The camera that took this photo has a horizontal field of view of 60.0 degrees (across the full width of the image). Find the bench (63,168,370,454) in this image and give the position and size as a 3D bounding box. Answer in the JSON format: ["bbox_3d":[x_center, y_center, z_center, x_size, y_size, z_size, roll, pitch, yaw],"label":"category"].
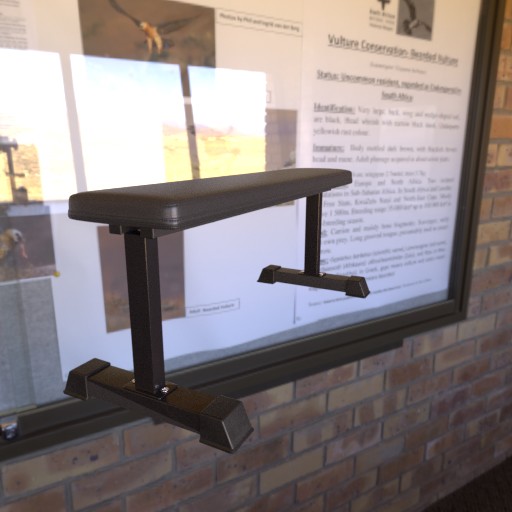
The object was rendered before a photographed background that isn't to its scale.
[{"bbox_3d":[0.000,0.000,1.267,0.439,0.453,1.072,7,16,27],"label":"bench"}]
